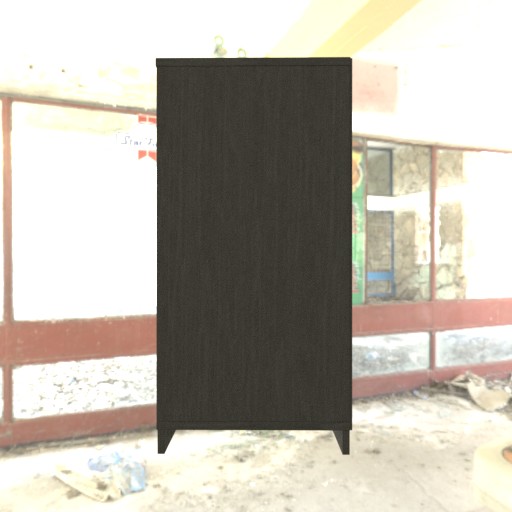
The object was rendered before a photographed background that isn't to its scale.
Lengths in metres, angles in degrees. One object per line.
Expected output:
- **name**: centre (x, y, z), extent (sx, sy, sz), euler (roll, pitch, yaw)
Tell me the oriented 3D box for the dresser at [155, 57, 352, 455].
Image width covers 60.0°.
- **dresser**: centre (0.000, 0.000, 1.406), extent (0.404, 0.816, 0.994), euler (0, 0, 1)
